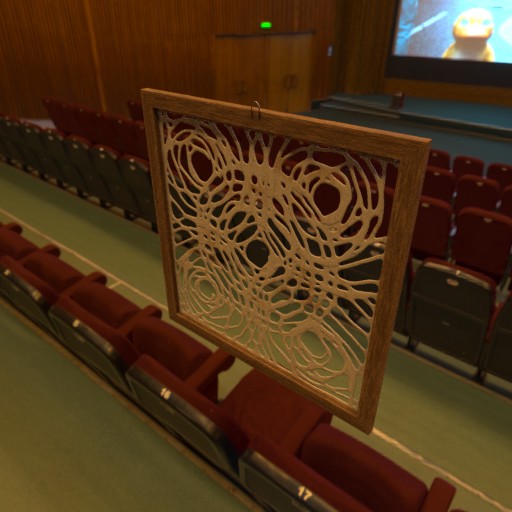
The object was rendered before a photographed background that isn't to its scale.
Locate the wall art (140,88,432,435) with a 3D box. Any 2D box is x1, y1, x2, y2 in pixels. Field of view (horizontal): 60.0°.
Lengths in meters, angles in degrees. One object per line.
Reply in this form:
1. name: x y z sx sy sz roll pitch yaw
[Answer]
1. wall art: 0.000 0.000 0.848 0.561 0.576 0.021 22 37 33
